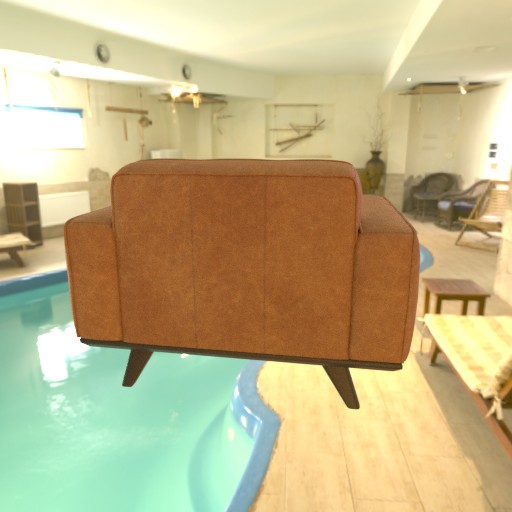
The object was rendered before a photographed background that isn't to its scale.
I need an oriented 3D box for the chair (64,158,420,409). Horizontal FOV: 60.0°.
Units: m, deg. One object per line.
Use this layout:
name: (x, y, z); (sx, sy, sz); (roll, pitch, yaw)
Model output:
chair: (0.000, 0.000, 1.780); (1.118, 0.782, 0.952); (2, 14, 10)
